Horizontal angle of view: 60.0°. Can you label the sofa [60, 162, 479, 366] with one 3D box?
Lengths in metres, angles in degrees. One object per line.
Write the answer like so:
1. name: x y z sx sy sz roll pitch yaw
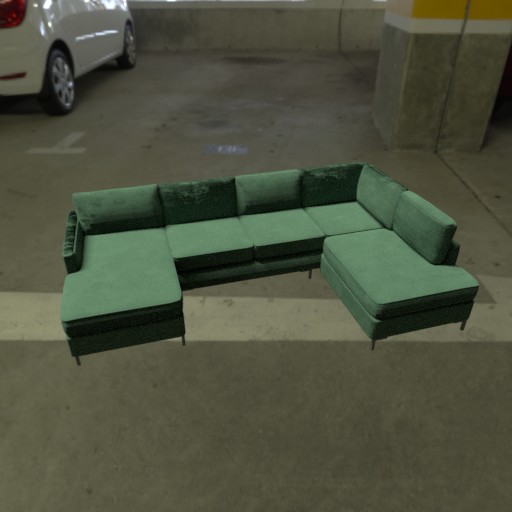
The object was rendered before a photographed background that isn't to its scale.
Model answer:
1. sofa: 0.000 0.000 4.211 3.434 0.992 2.055 -9 33 -14
